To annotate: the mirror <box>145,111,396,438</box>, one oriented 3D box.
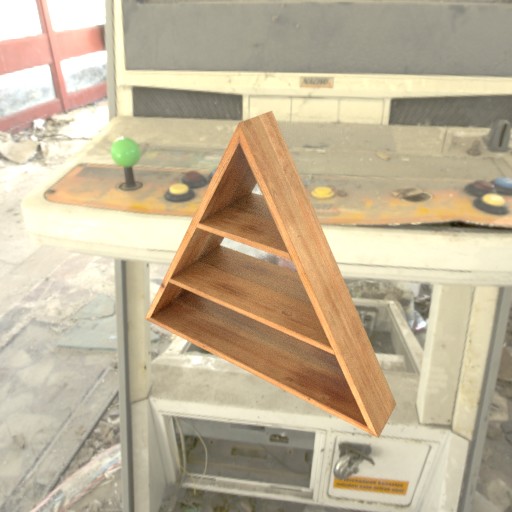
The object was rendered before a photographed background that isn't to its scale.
[{"bbox_3d":[0.000,0.000,0.886,0.631,0.548,0.100,19,36,29],"label":"mirror"}]
